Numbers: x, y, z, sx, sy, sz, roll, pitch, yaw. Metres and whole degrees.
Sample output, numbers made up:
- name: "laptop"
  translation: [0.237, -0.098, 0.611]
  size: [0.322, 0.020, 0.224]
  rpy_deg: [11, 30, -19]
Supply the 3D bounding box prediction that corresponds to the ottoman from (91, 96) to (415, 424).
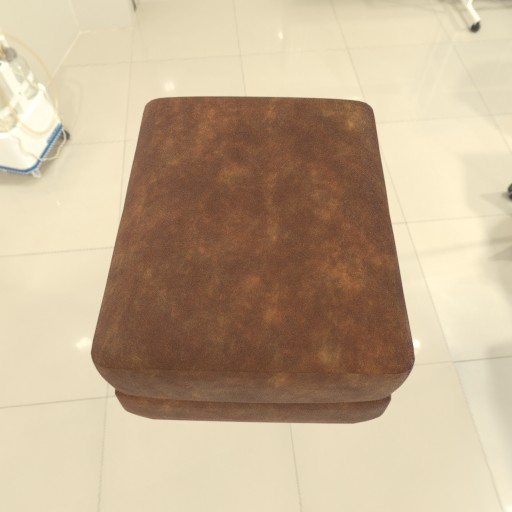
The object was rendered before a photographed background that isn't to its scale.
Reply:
- name: "ottoman"
  translation: [0.000, 0.000, 1.116]
  size: [0.603, 0.476, 0.751]
  rpy_deg: [1, 59, 1]
